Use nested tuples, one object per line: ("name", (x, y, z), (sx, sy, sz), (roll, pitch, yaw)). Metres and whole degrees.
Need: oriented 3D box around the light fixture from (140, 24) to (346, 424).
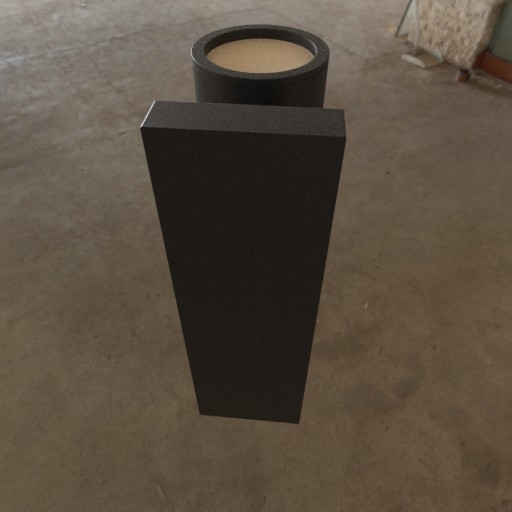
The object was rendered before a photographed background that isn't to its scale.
("light fixture", (0.000, 0.000, 0.389), (0.105, 0.330, 0.149), (4, 46, 4))
